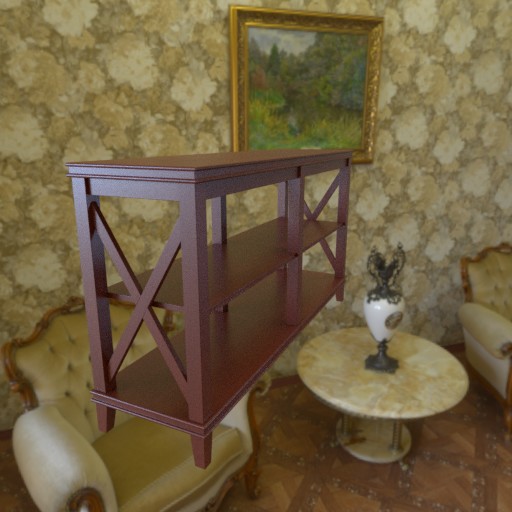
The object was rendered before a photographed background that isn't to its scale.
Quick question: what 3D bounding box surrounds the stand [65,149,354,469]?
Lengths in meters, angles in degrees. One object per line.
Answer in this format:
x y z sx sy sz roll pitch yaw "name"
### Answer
0.000 0.000 1.699 0.381 0.762 1.372 7 17 25 "stand"
